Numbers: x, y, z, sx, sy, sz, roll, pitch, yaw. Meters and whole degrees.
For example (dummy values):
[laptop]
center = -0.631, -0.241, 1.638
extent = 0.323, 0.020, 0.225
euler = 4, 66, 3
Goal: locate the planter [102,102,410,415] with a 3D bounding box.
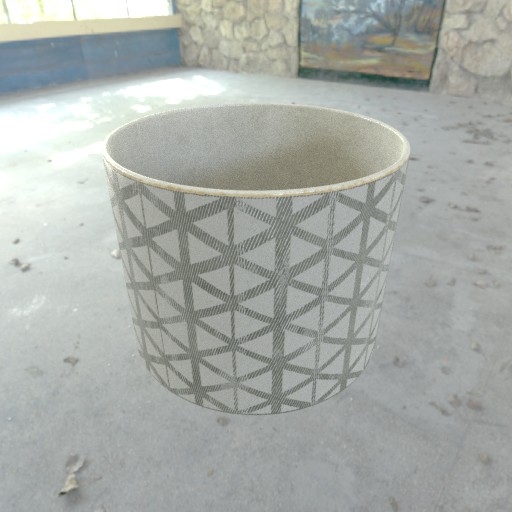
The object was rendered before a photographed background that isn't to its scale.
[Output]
[planter]
center = 0.000, 0.000, 0.435
extent = 0.250, 0.239, 0.250
euler = 0, 31, 0
